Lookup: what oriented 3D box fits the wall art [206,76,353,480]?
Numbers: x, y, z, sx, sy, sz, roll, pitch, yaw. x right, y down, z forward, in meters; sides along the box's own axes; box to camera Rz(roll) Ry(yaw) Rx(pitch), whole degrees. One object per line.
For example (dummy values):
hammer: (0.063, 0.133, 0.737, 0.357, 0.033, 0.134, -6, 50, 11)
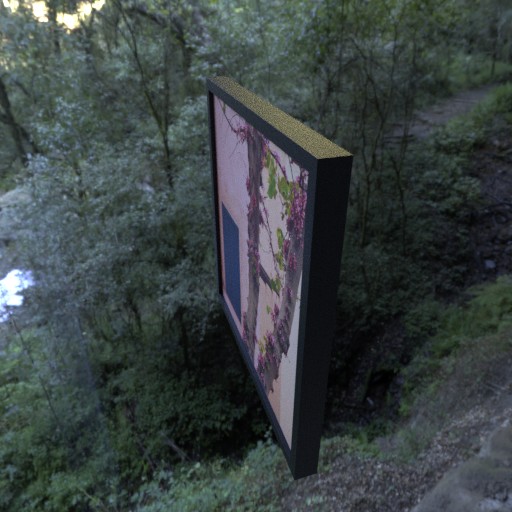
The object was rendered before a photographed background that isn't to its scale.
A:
wall art: (0.000, 0.000, 0.764, 0.038, 0.508, 0.508, -9, 32, -15)
